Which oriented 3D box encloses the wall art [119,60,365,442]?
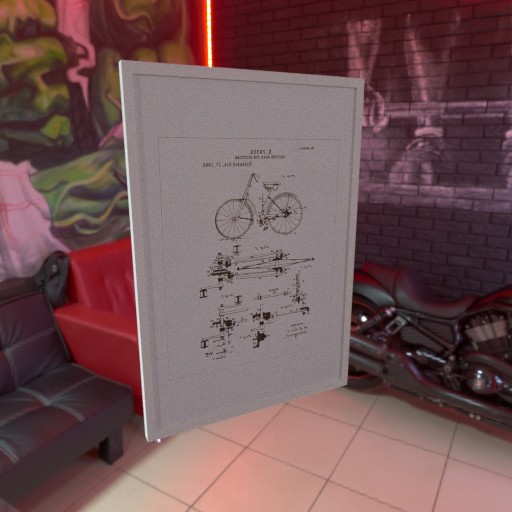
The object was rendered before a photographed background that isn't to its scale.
[{"bbox_3d":[0.000,0.000,0.614,0.332,0.477,0.015,-7,16,-25],"label":"wall art"}]
